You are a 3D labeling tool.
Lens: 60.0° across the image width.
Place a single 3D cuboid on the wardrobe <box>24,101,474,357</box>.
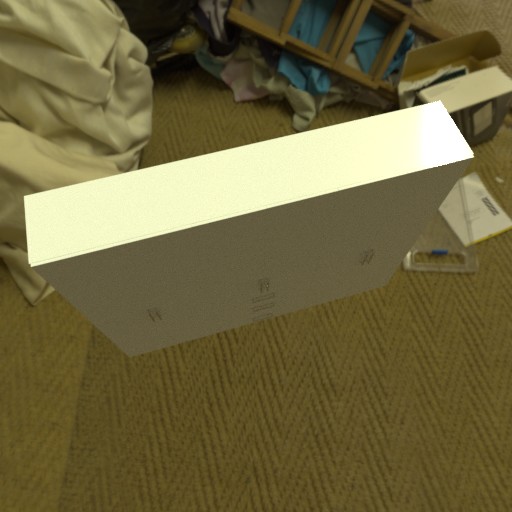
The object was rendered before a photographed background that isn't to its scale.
[{"bbox_3d":[0.000,0.000,4.025,3.000,2.360,0.580,-15,65,-7],"label":"wardrobe"}]
